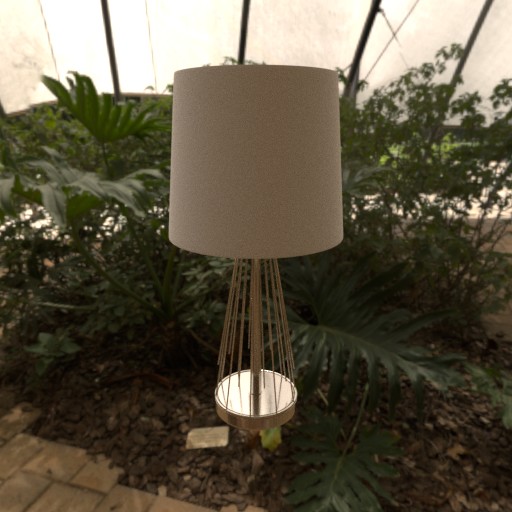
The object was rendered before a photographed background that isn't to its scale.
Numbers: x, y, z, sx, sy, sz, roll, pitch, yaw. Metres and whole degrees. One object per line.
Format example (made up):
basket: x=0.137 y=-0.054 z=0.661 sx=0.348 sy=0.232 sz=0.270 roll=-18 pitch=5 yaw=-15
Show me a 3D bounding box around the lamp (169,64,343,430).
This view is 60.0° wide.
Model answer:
lamp: x=0.000 y=0.000 z=0.796 sx=0.303 sy=0.618 sz=0.303 roll=0 pitch=17 yaw=0
